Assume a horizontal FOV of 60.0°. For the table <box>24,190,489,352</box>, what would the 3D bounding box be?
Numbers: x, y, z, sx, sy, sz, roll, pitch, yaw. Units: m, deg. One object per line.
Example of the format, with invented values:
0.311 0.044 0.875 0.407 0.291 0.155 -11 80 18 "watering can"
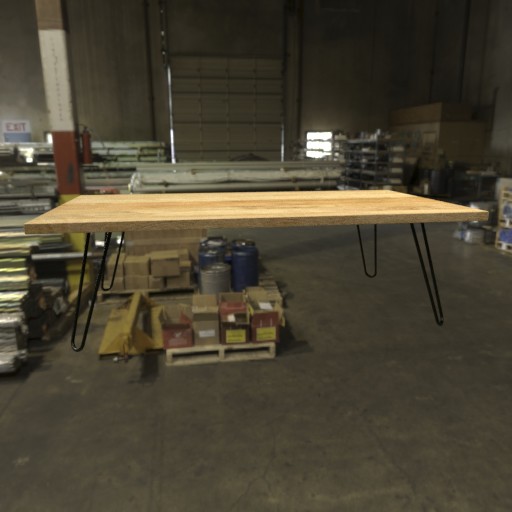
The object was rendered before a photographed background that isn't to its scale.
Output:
0.000 0.000 1.646 1.348 0.400 0.699 -2 14 -9 "table"
